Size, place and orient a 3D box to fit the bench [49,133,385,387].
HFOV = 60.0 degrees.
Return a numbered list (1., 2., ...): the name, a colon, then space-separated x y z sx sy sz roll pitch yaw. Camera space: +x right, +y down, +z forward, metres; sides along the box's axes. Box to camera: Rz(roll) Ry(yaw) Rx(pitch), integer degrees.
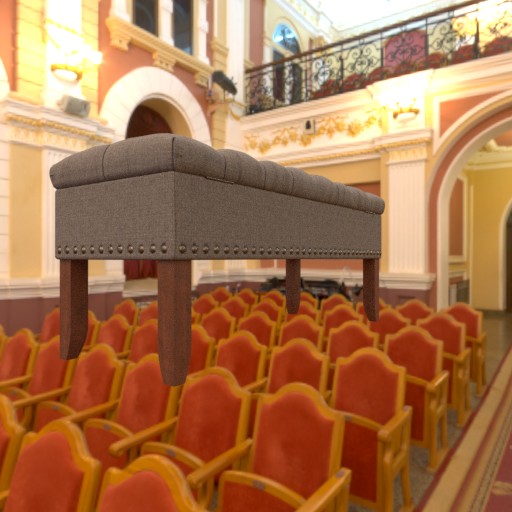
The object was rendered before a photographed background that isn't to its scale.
1. bench: 0.000 0.000 1.312 0.417 0.470 1.052 0 0 36
